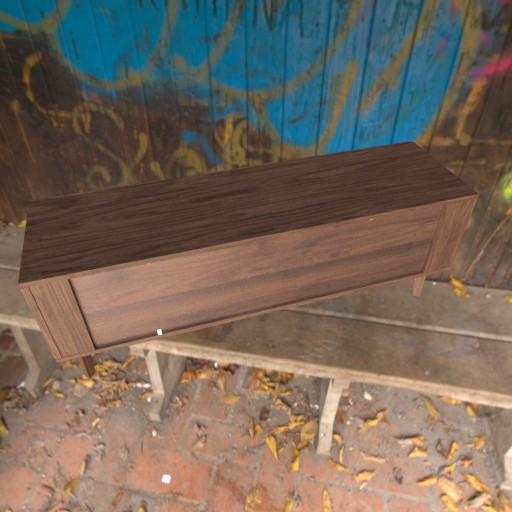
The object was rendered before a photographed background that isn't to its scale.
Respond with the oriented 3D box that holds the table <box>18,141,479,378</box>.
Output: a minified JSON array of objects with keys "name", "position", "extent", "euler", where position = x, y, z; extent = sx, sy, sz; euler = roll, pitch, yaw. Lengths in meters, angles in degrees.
[{"name":"table","position":[0.000,0.000,1.597],"extent":[1.397,0.508,0.405],"euler":[-12,42,-13]}]
